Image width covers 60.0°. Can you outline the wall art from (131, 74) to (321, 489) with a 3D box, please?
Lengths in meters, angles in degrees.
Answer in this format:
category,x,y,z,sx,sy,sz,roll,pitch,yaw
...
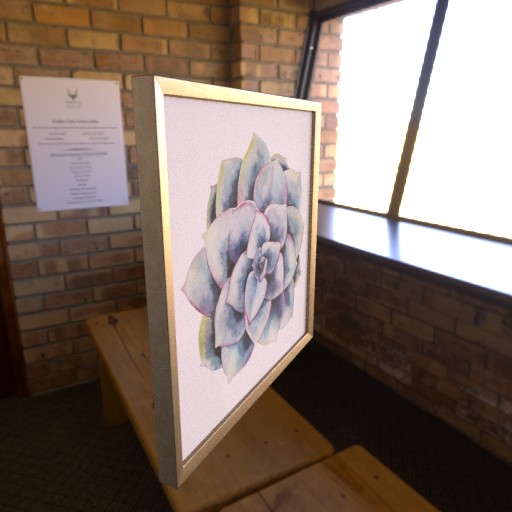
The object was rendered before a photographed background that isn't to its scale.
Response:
category,x,y,z,sx,sy,sz,roll,pitch,yaw
wall art,0.000,0.000,0.732,0.030,0.506,0.503,8,18,26
